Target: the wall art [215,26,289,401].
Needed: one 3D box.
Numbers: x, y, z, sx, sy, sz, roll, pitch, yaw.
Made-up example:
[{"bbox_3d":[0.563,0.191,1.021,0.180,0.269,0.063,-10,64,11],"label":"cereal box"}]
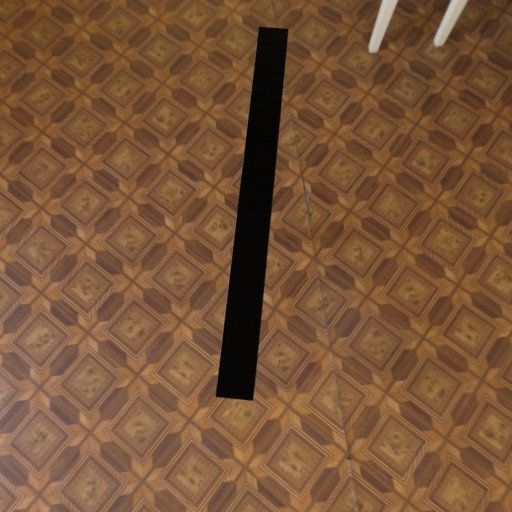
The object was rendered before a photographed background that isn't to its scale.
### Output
[{"bbox_3d":[0.000,0.000,0.769,0.039,0.553,0.451,5,75,1],"label":"wall art"}]
